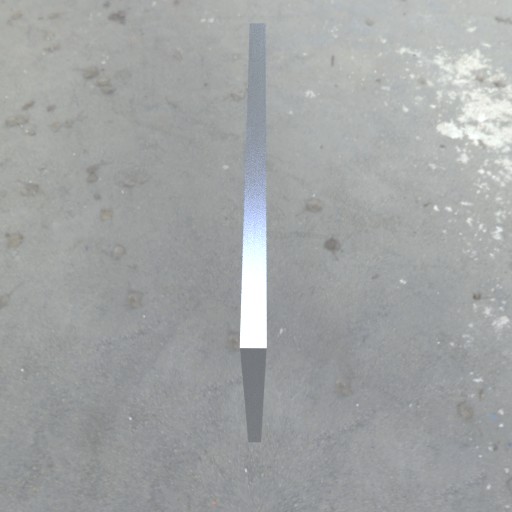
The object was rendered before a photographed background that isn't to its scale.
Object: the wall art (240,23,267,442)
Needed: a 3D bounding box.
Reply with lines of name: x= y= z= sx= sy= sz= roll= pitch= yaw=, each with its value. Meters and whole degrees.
wall art: x=0.000 y=0.000 z=1.189 sx=0.038 sy=0.806 sz=0.806 roll=0 pitch=58 yaw=0
